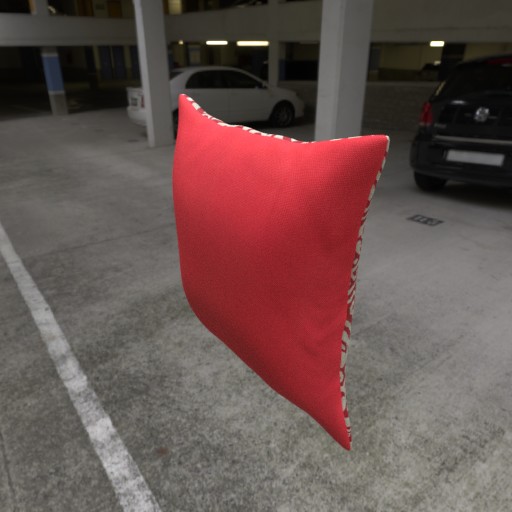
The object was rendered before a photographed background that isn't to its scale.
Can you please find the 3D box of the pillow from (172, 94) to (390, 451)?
[{"bbox_3d":[0.000,0.000,0.798,0.192,0.507,0.522,-17,31,-31],"label":"pillow"}]
